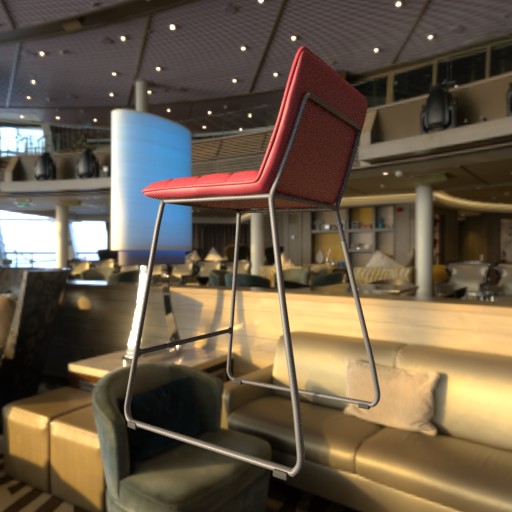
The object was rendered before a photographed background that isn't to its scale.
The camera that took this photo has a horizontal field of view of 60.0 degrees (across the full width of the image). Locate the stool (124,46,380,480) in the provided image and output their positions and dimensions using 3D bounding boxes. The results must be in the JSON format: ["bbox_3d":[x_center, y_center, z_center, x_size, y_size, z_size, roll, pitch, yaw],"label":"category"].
[{"bbox_3d":[0.000,0.000,1.184,0.524,0.866,0.489,0,0,33],"label":"stool"}]
